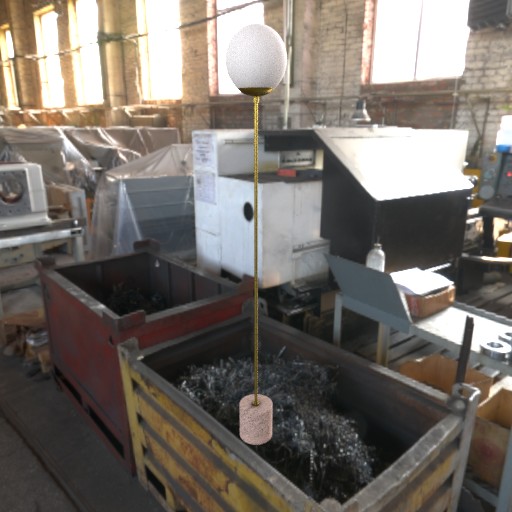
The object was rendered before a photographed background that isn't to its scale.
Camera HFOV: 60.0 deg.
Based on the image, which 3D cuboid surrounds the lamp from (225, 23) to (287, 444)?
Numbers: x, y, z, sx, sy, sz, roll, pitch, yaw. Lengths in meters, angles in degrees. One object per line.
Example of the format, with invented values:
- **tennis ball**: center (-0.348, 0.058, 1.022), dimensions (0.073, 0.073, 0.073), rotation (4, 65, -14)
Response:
- **lamp**: center (0.000, 0.000, 1.846), dimensions (0.229, 1.748, 0.229), rotation (3, 17, 10)
